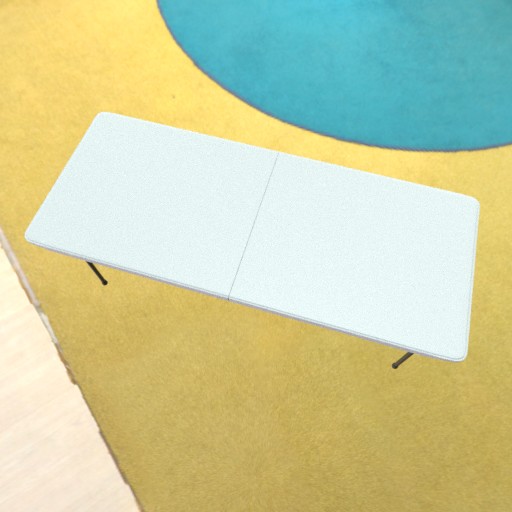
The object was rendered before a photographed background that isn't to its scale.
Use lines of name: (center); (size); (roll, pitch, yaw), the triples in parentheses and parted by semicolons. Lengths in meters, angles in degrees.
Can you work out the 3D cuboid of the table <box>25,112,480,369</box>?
table: (0.000, 0.000, 2.213); (1.829, 0.719, 0.761); (15, 64, 7)
